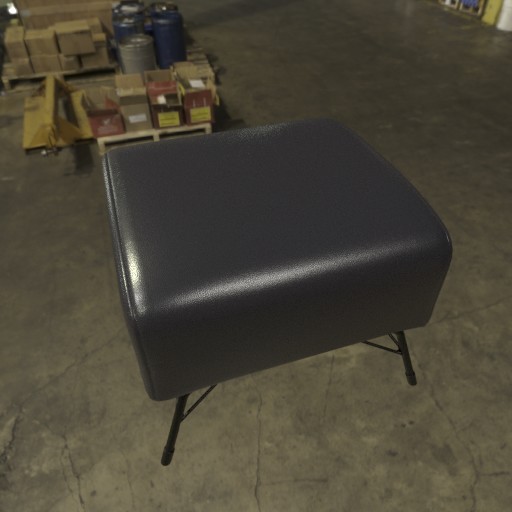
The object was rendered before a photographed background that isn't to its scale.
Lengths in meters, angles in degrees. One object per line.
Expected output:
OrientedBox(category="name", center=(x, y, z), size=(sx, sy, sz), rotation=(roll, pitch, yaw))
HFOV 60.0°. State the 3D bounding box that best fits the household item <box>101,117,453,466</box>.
OrientedBox(category="household item", center=(0.000, 0.000, 0.901), size=(0.530, 0.410, 0.530), rotation=(-13, 43, -14))
